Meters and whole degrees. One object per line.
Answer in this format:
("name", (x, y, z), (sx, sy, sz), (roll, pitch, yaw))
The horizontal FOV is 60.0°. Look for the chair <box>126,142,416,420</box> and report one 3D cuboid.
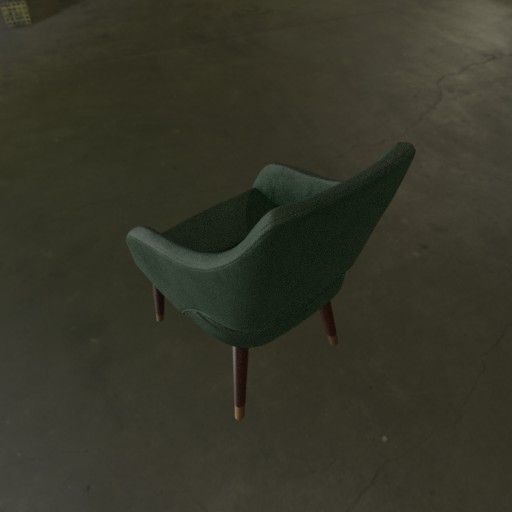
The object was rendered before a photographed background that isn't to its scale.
("chair", (0.000, 0.000, 1.587), (0.683, 1.081, 0.794), (-30, 52, -27))
